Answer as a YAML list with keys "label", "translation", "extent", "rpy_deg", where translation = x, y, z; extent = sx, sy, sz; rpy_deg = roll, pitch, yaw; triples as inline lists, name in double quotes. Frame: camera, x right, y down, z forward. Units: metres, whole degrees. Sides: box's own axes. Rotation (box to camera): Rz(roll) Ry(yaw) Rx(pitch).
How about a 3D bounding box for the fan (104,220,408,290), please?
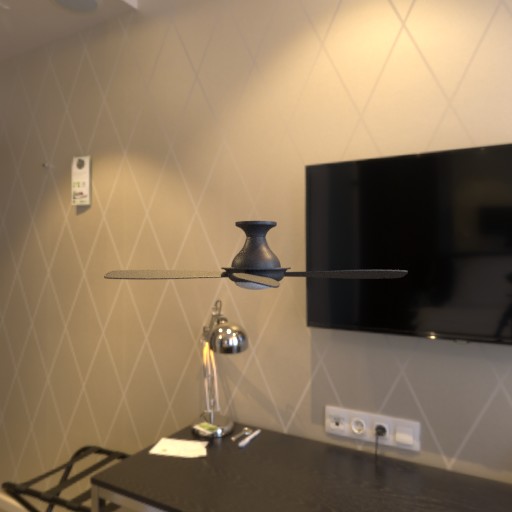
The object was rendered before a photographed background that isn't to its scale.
- label: "fan"
  translation: [0.000, 0.000, 2.511]
  extent: [1.694, 0.382, 1.694]
  rpy_deg: [0, 0, 0]
